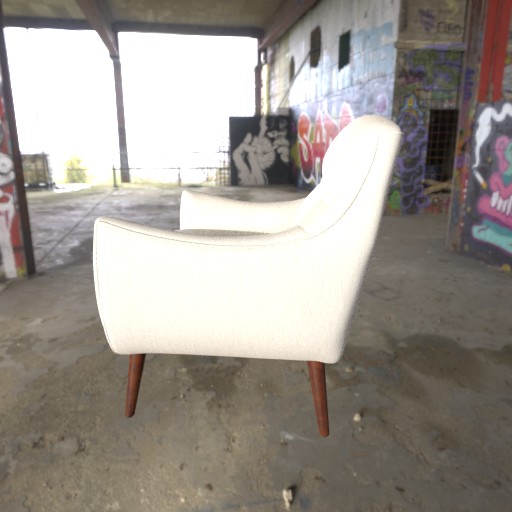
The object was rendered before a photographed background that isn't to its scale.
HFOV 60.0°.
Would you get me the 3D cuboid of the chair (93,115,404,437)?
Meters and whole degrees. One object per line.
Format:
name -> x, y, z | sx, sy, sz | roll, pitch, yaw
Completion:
chair -> 0.000, 0.000, 1.418 | 0.787, 0.838, 0.762 | 2, 14, 9
